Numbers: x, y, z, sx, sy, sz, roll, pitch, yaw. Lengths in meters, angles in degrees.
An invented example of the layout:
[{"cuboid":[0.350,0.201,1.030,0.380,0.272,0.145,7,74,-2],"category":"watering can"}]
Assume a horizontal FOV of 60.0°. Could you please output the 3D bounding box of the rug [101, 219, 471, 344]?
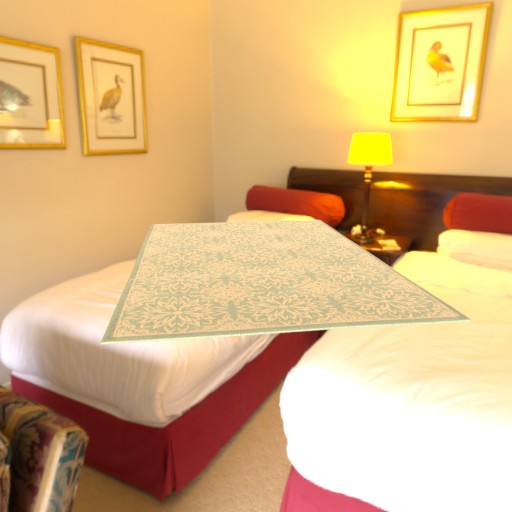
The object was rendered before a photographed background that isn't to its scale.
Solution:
[{"cuboid":[0.000,0.000,3.435,1.819,0.018,2.746,-2,15,-8],"category":"rug"}]
